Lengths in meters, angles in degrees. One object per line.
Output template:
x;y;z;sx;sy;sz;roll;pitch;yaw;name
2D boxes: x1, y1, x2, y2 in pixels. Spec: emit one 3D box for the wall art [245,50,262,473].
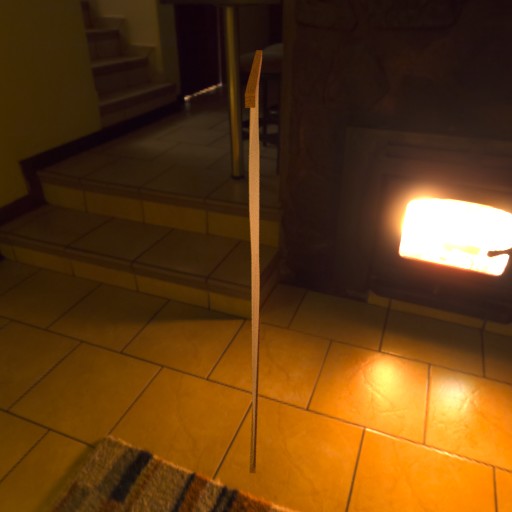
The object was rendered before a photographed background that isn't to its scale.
0.000;0.000;1.913;0.025;1.521;1.011;1;30;1;wall art
